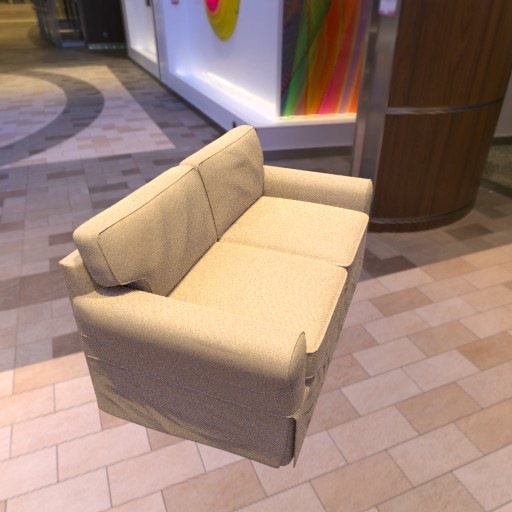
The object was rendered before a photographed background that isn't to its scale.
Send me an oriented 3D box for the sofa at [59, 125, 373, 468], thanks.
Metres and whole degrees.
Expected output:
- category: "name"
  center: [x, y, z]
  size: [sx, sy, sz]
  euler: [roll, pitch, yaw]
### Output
- category: "sofa"
  center: [0.000, 0.000, 2.344]
  size: [0.991, 0.940, 1.727]
  euler: [11, 33, 18]
